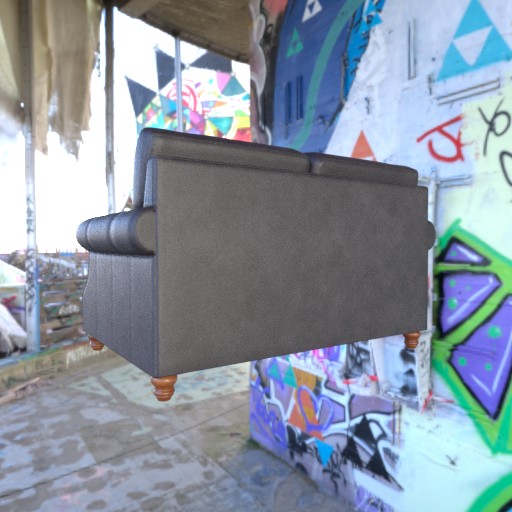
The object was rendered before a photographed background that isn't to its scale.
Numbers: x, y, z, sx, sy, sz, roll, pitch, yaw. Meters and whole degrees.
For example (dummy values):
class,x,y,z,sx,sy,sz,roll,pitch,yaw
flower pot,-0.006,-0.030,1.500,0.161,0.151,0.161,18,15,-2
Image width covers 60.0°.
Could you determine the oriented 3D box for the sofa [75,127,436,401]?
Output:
class,x,y,z,sx,sy,sz,roll,pitch,yaw
sofa,0.000,0.000,2.327,1.663,0.979,1.030,-1,2,-34
